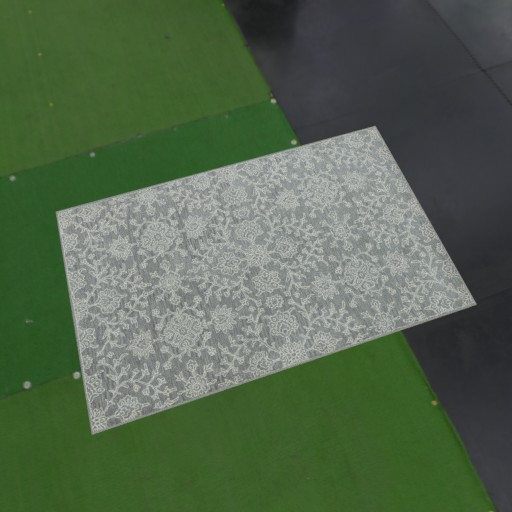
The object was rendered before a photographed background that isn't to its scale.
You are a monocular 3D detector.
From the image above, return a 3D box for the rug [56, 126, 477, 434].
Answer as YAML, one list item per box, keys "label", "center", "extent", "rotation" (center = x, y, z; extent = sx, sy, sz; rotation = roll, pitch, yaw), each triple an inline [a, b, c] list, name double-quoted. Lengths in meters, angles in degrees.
- label: "rug"
  center: [0.000, 0.000, 2.936]
  extent: [2.430, 0.010, 1.515]
  rotation: [-17, 66, -8]
